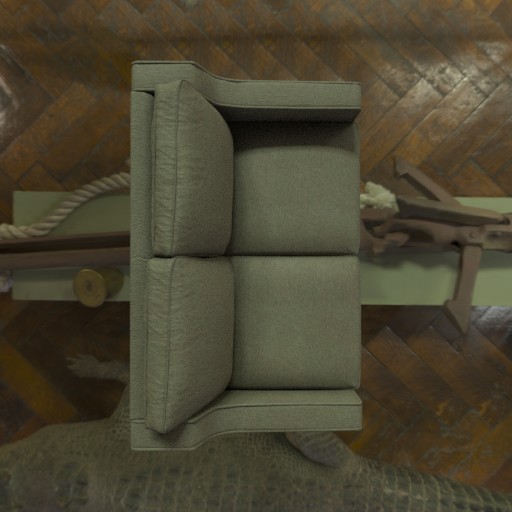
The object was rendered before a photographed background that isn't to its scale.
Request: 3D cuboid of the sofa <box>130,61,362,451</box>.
[{"bbox_3d":[0.000,0.000,2.046,0.985,0.981,1.503,0,89,-1],"label":"sofa"}]
